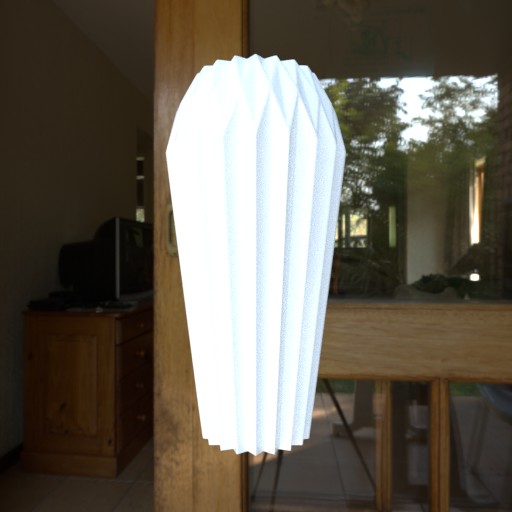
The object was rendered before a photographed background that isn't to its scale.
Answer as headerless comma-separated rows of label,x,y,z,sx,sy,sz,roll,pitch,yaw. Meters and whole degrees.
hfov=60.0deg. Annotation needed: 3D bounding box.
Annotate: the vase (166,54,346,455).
vase,0.000,0.000,0.332,0.133,0.263,0.133,0,0,0
